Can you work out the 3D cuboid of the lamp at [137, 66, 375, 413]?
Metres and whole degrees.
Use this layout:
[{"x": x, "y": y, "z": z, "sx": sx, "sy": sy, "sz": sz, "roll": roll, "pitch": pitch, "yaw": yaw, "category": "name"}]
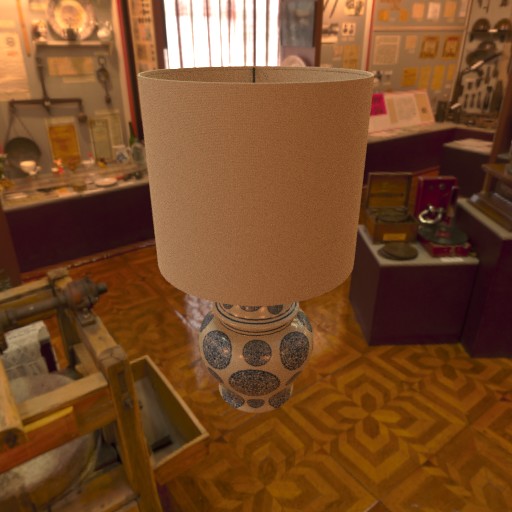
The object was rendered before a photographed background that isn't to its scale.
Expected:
[{"x": 0.000, "y": 0.000, "z": 0.497, "sx": 0.215, "sy": 0.381, "sz": 0.215, "roll": -17, "pitch": 31, "yaw": -30, "category": "lamp"}]
